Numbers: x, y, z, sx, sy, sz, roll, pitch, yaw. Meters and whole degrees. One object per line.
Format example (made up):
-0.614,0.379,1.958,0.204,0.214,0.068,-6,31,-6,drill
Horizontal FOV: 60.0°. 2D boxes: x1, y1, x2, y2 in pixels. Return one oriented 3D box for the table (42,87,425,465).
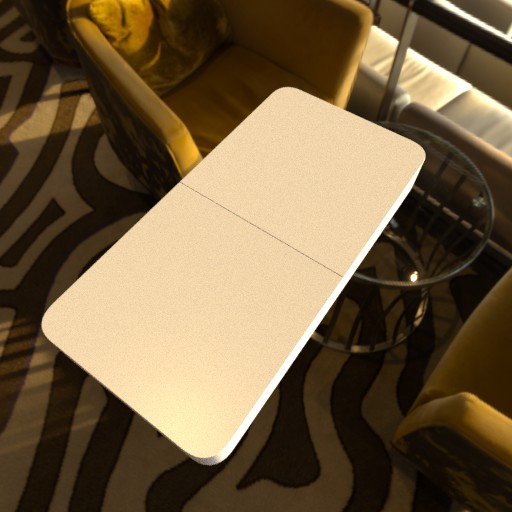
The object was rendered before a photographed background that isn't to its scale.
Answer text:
0.000,0.000,1.473,0.600,0.340,1.200,31,64,18,table
